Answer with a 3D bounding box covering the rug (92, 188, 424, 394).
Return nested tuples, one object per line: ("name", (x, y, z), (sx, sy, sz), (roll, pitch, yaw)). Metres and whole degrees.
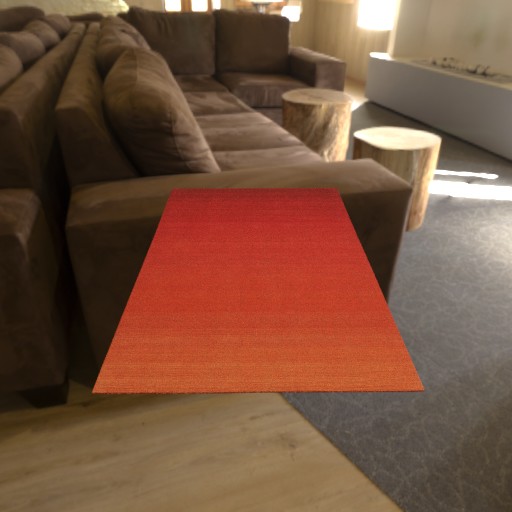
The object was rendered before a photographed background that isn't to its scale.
("rug", (0.000, 0.000, 3.079), (1.531, 0.010, 2.442), (0, 31, 0))
